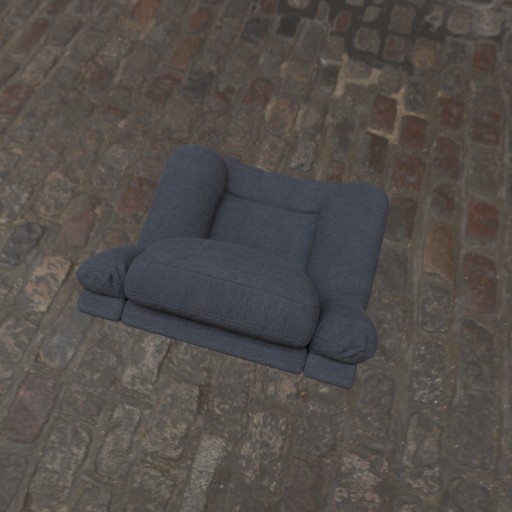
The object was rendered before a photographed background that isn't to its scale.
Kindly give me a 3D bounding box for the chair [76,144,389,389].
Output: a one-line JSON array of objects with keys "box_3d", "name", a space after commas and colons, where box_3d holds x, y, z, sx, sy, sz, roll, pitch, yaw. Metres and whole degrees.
[{"box_3d": [0.000, 0.000, 1.722, 0.899, 1.008, 0.944, 15, 65, 7], "name": "chair"}]
